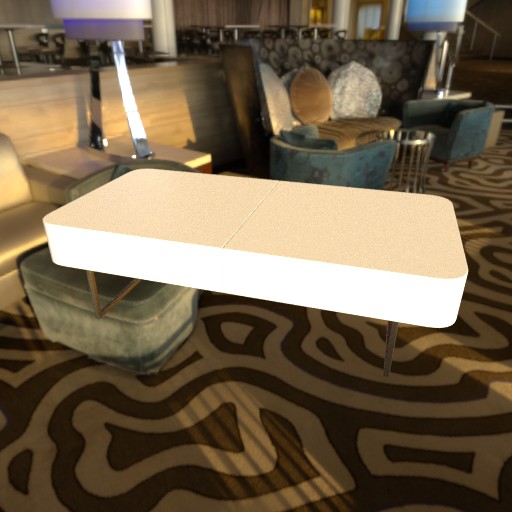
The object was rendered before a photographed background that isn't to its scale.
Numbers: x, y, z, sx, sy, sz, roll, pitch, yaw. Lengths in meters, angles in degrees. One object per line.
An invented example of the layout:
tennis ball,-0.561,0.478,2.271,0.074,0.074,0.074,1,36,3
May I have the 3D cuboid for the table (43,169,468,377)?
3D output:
table,0.000,0.000,1.487,1.200,0.340,0.600,8,28,15
